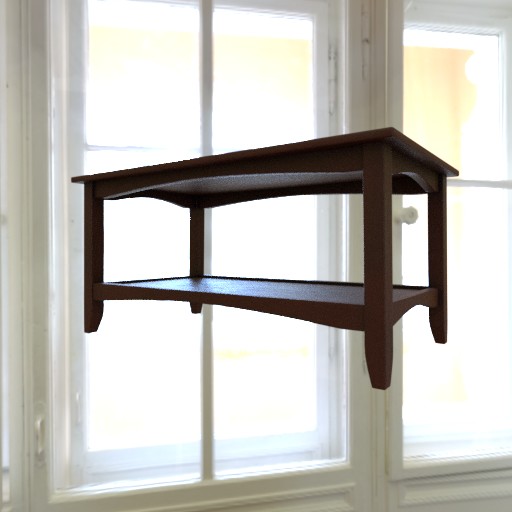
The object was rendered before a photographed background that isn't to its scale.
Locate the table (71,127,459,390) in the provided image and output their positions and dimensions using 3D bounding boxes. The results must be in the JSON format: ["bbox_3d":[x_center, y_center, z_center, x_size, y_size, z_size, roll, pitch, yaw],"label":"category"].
[{"bbox_3d":[0.000,0.000,1.235,0.943,0.456,0.533,1,2,35],"label":"table"}]
